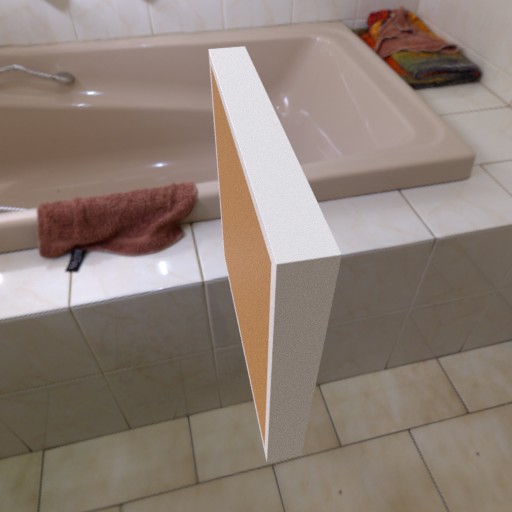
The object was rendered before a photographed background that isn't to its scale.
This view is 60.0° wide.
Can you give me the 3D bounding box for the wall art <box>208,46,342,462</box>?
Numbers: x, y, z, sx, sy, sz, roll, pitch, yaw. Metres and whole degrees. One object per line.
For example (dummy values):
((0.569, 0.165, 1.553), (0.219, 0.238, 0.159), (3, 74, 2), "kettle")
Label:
((0.000, 0.000, 0.460), (0.038, 0.305, 0.305), (-8, 47, -8), "wall art")
